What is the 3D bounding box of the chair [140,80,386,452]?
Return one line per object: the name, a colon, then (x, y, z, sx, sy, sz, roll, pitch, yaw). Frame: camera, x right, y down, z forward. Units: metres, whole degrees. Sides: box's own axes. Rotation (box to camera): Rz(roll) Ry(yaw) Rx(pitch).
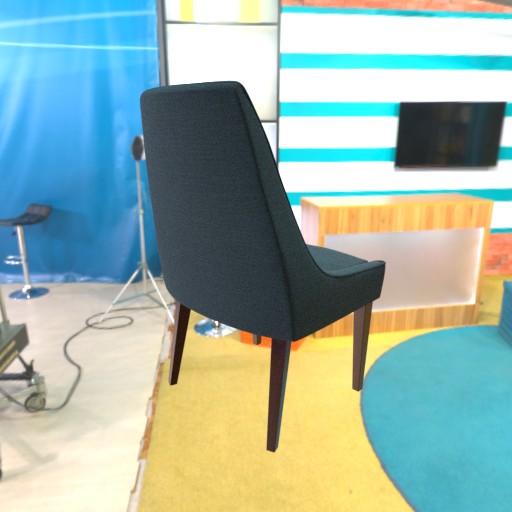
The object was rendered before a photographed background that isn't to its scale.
chair: (0.000, 0.000, 1.237, 0.529, 0.861, 0.544, 15, 22, 43)
